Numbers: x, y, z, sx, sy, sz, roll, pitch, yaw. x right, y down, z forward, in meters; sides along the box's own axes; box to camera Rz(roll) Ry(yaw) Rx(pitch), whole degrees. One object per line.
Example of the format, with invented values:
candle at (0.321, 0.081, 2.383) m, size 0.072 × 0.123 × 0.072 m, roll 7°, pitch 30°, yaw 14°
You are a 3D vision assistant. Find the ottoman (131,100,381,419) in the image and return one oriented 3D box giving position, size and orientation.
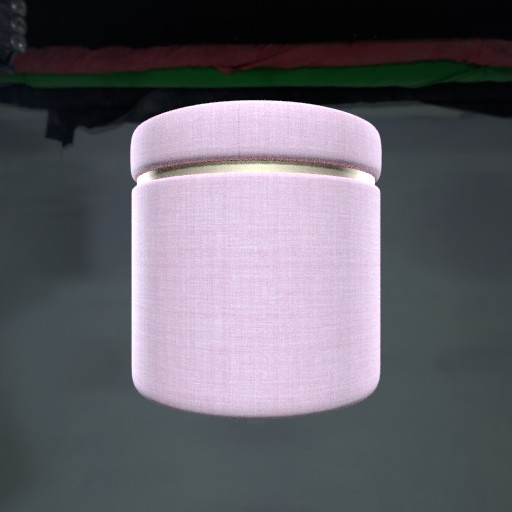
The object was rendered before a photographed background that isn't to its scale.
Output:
ottoman at (0.000, 0.000, 0.734) m, size 0.400 × 0.406 × 0.400 m, roll 0°, pitch 0°, yaw 0°
